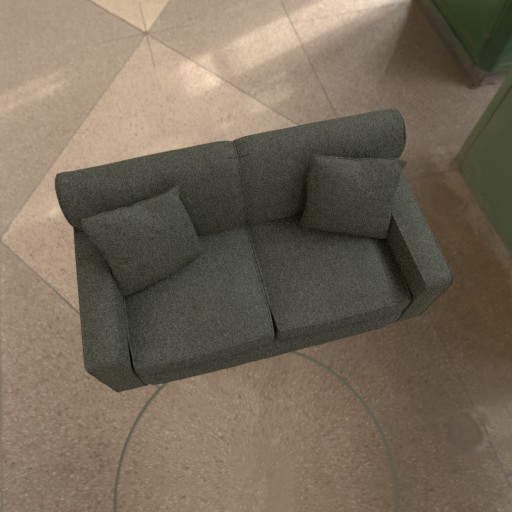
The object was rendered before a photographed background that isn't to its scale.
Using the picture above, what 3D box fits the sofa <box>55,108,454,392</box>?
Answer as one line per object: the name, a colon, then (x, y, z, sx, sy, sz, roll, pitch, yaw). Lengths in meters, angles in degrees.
sofa: (0.000, 0.000, 2.455, 1.846, 0.958, 0.998, -13, 64, -6)
